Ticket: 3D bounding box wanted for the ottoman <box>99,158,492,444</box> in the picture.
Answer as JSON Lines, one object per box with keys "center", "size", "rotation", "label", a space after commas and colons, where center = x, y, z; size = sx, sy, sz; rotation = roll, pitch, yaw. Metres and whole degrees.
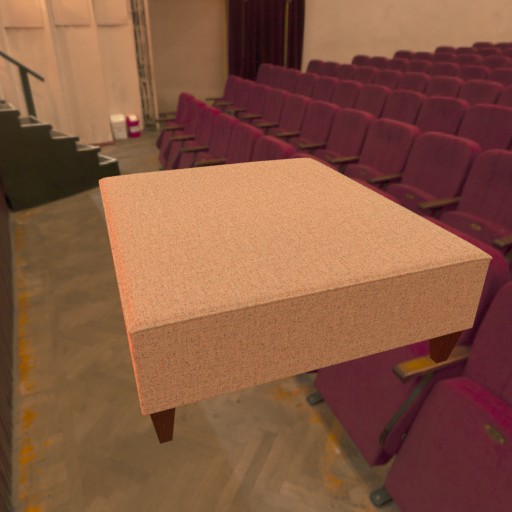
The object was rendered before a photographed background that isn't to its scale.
{"center": [0.000, 0.000, 1.207], "size": [0.736, 0.303, 0.835], "rotation": [-10, 29, -18], "label": "ottoman"}
